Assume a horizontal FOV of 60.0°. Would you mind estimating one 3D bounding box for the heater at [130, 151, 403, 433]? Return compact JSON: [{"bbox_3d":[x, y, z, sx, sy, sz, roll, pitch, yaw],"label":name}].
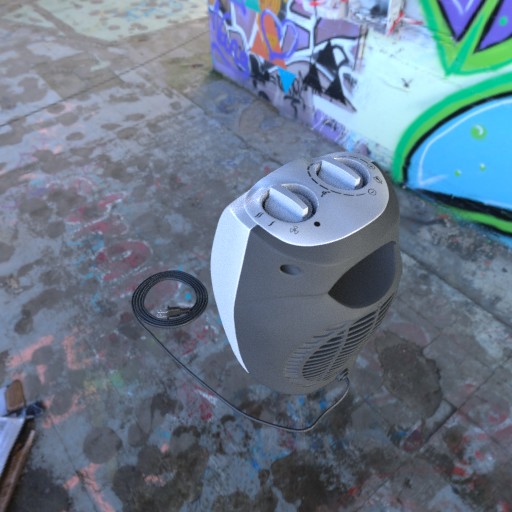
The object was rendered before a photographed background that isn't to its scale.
[{"bbox_3d":[0.000,0.000,0.476,0.239,0.240,0.291,-31,54,-25],"label":"heater"}]
